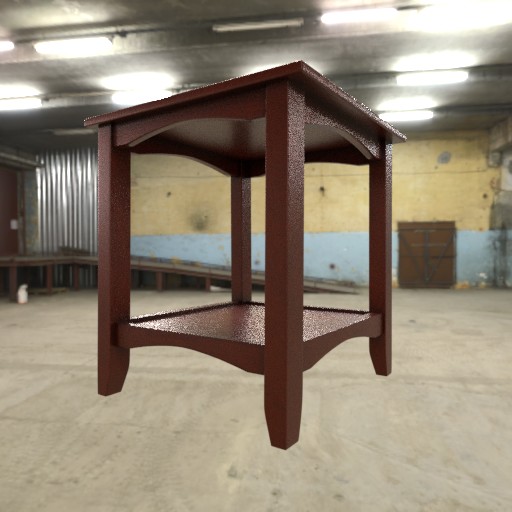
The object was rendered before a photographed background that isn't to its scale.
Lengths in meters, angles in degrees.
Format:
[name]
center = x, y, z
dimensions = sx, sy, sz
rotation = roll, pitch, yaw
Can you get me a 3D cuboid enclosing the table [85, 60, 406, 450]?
[table]
center = 0.000, 0.000, 0.968
dimensions = 0.522, 0.558, 0.523
rotation = 1, 1, 37
